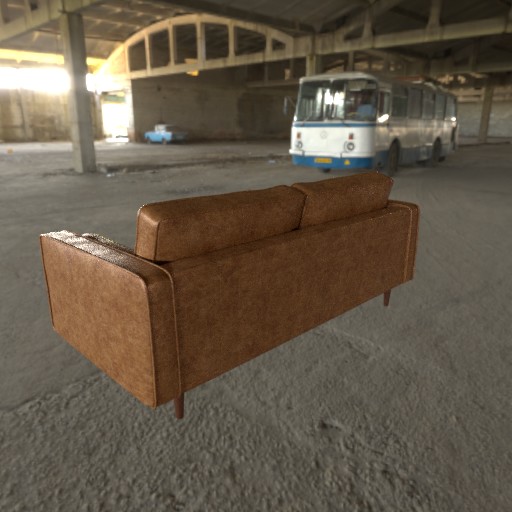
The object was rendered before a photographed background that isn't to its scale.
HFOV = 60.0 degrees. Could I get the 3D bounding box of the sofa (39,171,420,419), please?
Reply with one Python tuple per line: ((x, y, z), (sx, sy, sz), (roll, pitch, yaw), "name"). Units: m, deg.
((0.000, 0.000, 2.390), (1.920, 0.825, 0.924), (-16, 23, -42), "sofa")
